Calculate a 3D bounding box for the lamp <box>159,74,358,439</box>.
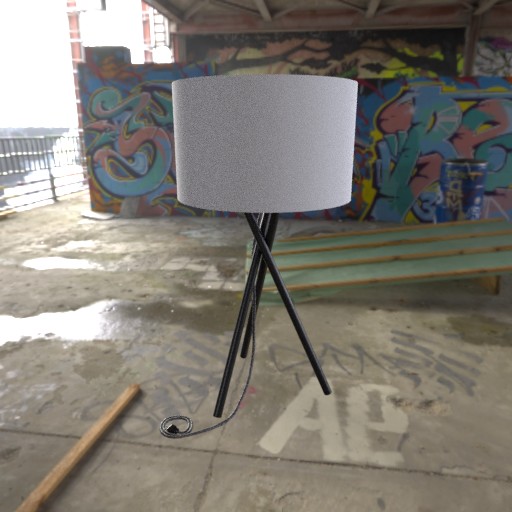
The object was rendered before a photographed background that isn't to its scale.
[{"bbox_3d":[0.000,0.000,0.923,0.353,0.674,0.422,9,18,27],"label":"lamp"}]
